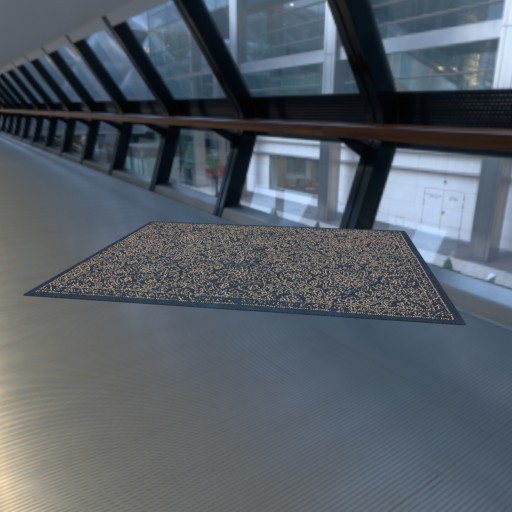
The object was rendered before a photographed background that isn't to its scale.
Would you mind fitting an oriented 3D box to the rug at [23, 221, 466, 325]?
[{"bbox_3d":[0.000,0.000,4.132,3.048,0.010,2.438,3,17,9],"label":"rug"}]
